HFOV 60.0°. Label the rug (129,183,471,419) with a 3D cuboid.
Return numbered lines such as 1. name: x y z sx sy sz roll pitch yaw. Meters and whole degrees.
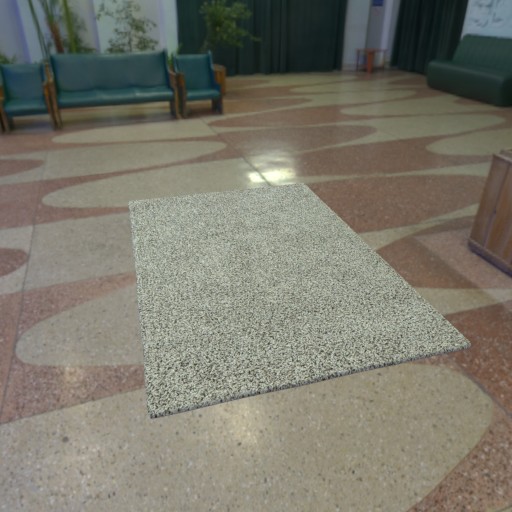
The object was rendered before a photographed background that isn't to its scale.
1. rug: 0.000 0.000 2.293 1.219 0.030 1.778 -8 31 -14
